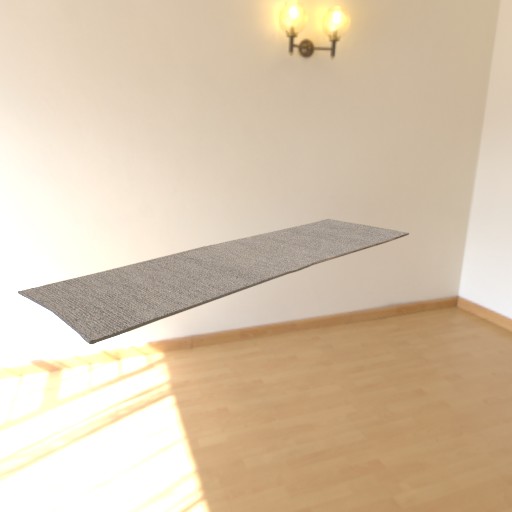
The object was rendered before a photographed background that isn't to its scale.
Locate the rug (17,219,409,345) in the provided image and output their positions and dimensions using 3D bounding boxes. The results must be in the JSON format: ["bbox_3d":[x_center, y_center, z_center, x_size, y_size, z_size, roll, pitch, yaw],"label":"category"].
[{"bbox_3d":[0.000,0.000,2.528,2.320,0.032,0.692,-15,22,-42],"label":"rug"}]
